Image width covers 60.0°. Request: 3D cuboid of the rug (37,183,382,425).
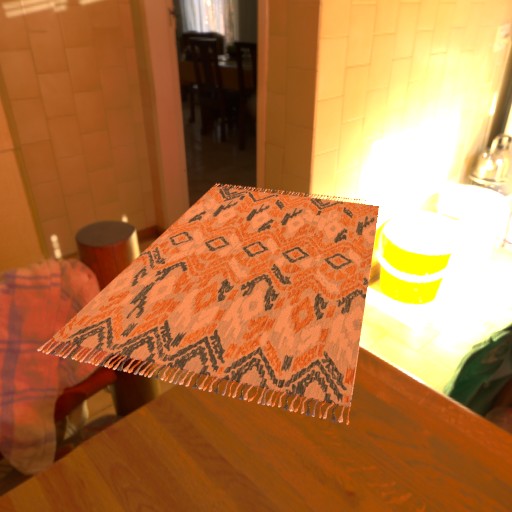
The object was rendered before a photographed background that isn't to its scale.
[{"bbox_3d":[0.000,0.000,2.996,1.533,0.010,2.428,9,31,15],"label":"rug"}]
